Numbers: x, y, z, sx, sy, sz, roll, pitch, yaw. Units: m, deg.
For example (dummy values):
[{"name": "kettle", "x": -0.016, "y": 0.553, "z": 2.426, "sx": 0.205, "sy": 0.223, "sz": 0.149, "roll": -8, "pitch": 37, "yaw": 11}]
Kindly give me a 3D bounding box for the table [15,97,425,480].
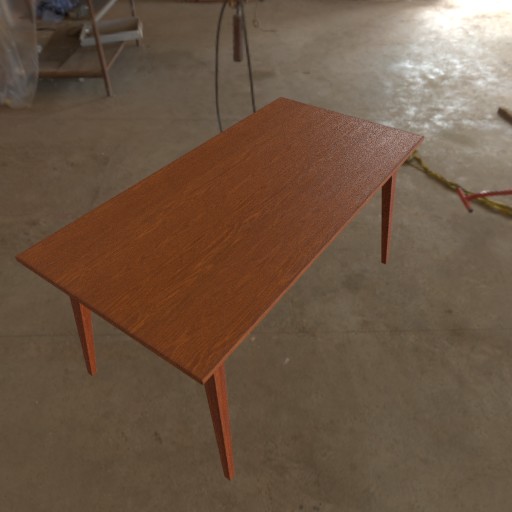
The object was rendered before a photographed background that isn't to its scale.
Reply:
[{"name": "table", "x": 0.000, "y": 0.000, "z": 2.024, "sx": 0.811, "sy": 0.755, "sz": 1.609, "roll": 25, "pitch": 48, "yaw": 25}]
